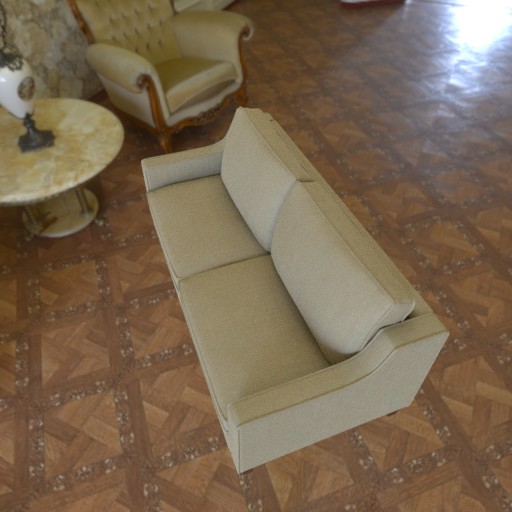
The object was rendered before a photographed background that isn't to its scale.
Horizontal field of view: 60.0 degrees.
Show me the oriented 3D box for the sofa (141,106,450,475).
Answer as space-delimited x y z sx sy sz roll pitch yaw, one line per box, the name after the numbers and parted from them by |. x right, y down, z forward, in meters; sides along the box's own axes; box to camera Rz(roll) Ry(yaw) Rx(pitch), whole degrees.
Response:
0.000 0.000 2.832 1.066 1.071 2.178 -15 47 -14 | sofa
